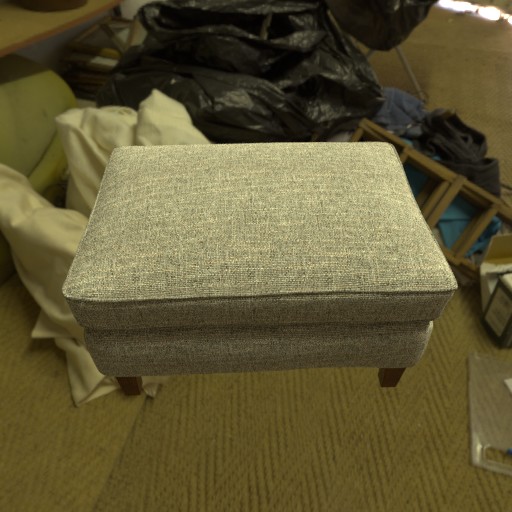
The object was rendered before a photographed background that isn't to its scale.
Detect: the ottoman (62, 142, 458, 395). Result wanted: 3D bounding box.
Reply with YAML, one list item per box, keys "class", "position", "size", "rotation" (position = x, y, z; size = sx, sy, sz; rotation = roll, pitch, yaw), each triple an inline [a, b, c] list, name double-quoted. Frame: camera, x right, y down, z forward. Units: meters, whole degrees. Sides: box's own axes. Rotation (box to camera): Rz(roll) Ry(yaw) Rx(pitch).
- class: "ottoman"
  position: [0.000, 0.000, 0.998]
  size: [0.686, 0.406, 0.508]
  rotation: [-1, 46, -1]
